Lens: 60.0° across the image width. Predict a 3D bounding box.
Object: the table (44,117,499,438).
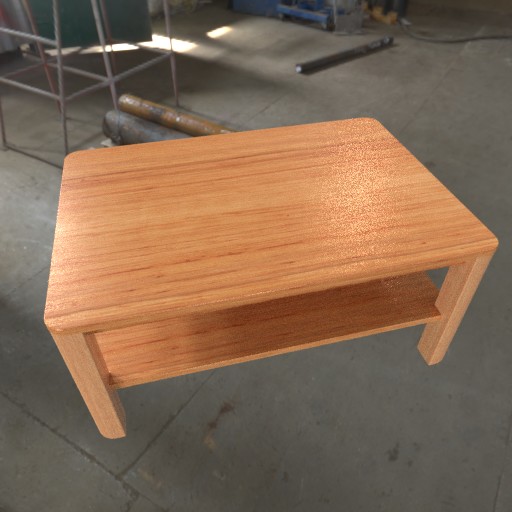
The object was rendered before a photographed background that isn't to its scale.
[{"bbox_3d":[0.000,0.000,1.312,0.997,0.445,0.696,-10,43,-10],"label":"table"}]
